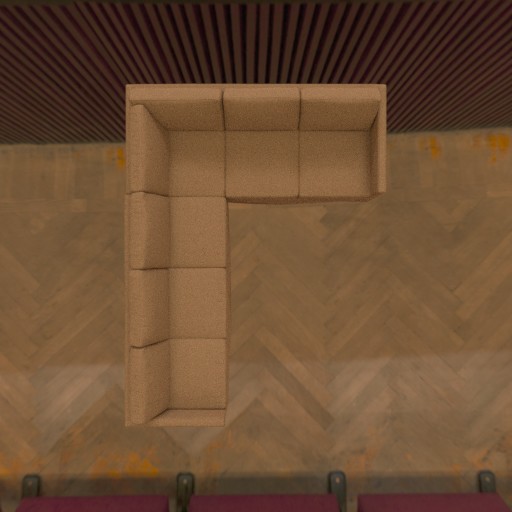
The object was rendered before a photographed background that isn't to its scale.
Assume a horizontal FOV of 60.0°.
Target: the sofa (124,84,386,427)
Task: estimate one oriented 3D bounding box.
[{"bbox_3d":[0.000,0.000,4.337,2.432,0.871,3.182,0,90,0],"label":"sofa"}]
